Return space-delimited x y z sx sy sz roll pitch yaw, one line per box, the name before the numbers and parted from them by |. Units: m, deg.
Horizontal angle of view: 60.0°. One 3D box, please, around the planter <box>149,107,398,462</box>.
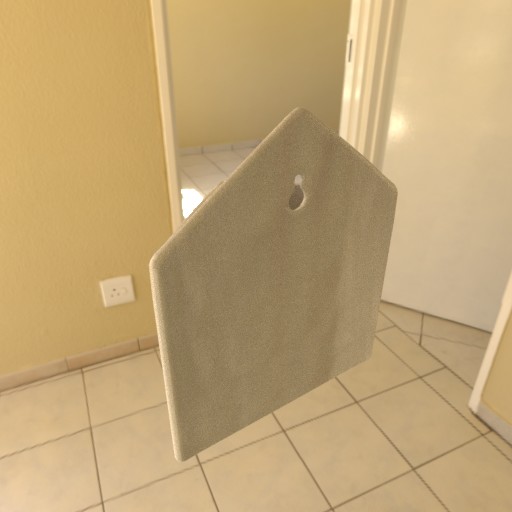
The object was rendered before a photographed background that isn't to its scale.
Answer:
planter | 0.000 0.000 0.280 0.163 0.194 0.080 -19 35 -29
